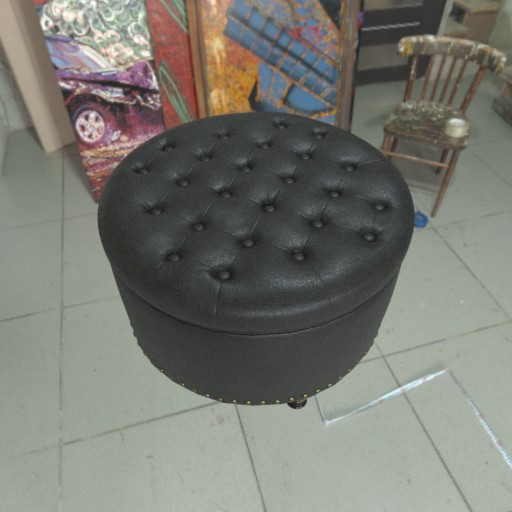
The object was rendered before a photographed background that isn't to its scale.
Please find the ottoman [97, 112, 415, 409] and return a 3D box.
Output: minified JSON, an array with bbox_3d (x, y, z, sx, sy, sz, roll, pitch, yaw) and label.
[{"bbox_3d":[0.000,0.000,1.046,0.637,0.442,0.637,0,46,0],"label":"ottoman"}]
